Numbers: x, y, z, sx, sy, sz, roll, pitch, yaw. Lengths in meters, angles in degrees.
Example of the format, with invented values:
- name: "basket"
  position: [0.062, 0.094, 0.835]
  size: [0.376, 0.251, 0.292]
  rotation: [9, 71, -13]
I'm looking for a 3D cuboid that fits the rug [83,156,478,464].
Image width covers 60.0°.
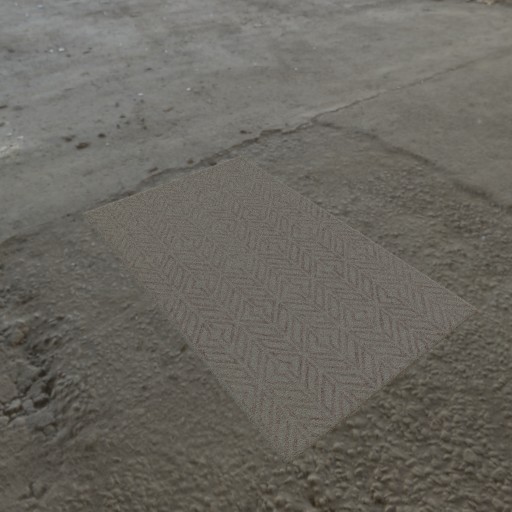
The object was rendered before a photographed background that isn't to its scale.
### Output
- name: "rug"
  position: [0.000, 0.000, 3.056]
  size: [1.523, 0.008, 2.438]
  rotation: [-27, 47, -28]
